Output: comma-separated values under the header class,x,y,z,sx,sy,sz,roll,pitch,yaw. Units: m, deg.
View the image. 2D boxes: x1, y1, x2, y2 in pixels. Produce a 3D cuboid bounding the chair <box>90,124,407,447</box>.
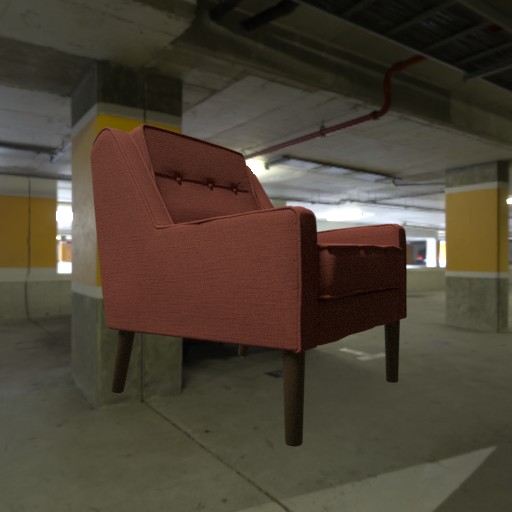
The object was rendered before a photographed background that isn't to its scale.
class,x,y,z,sx,sy,sz,roll,pitch,yaw
chair,0.000,0.000,1.371,0.770,0.812,0.680,0,0,37
